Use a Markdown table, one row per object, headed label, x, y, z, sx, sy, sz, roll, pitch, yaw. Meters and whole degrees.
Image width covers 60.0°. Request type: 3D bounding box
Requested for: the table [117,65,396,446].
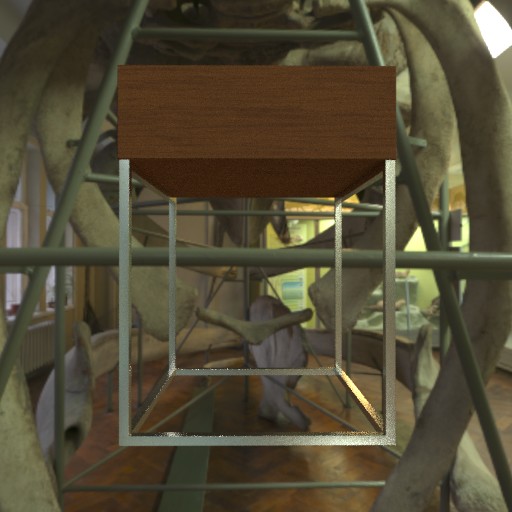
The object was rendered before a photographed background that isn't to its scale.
| label | x | y | z | sx | sy | sz | roll | pitch | yaw |
| --- | --- | --- | --- | --- | --- | --- | --- | --- | --- |
| table | 0.000 | 0.000 | 0.827 | 0.397 | 0.540 | 0.398 | 0 | 0 | -1 |
